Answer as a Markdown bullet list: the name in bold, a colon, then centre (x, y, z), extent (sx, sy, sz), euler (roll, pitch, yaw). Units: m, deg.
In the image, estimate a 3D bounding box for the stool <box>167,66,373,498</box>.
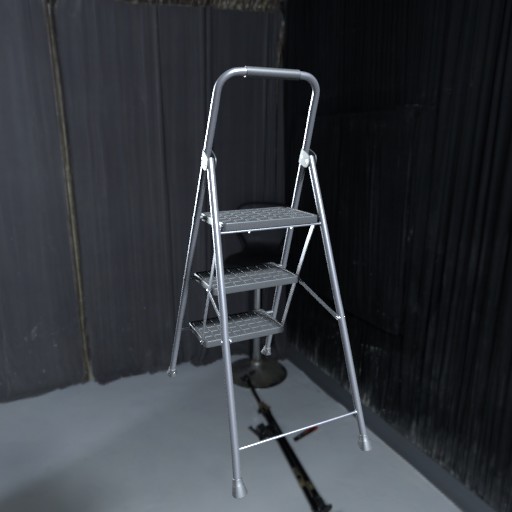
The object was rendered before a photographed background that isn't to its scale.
- **stool**: centre (0.000, 0.000, 1.455), extent (0.473, 1.121, 0.733), euler (-7, 17, -25)
